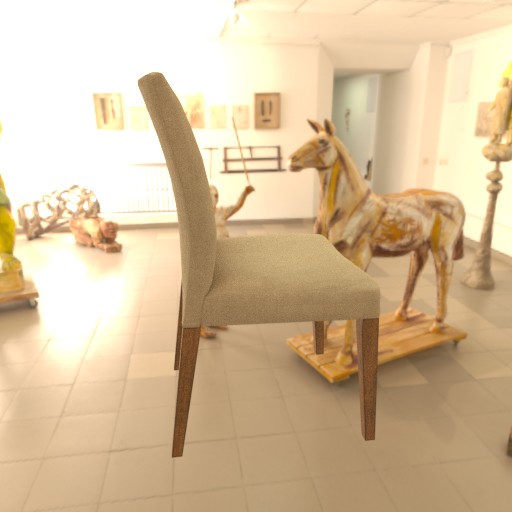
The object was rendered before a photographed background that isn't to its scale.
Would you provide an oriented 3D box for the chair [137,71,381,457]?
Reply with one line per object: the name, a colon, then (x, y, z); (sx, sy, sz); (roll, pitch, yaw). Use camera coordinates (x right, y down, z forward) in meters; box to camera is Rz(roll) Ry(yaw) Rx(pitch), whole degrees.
chair: (0.000, 0.000, 1.270); (0.585, 0.940, 0.496); (-3, 18, -9)
